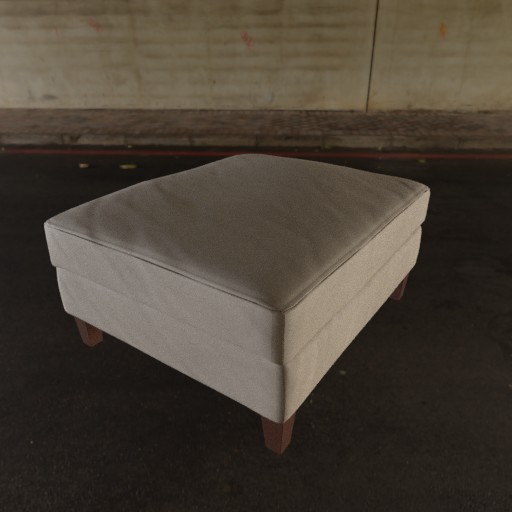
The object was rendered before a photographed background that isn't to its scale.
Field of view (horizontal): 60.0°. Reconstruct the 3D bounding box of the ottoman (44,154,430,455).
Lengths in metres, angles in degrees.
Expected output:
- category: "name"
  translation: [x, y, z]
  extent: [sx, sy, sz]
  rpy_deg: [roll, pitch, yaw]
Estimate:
- category: "ottoman"
  translation: [0.000, 0.000, 1.483]
  extent: [0.836, 0.492, 1.002]
  rpy_deg: [17, 31, 31]
